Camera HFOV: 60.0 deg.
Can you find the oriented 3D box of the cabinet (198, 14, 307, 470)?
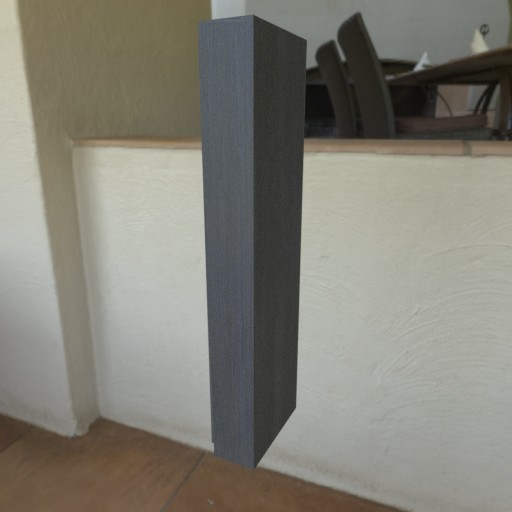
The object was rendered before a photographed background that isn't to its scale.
[{"bbox_3d":[0.000,0.000,1.951,0.230,1.790,0.500,8,18,25],"label":"cabinet"}]
